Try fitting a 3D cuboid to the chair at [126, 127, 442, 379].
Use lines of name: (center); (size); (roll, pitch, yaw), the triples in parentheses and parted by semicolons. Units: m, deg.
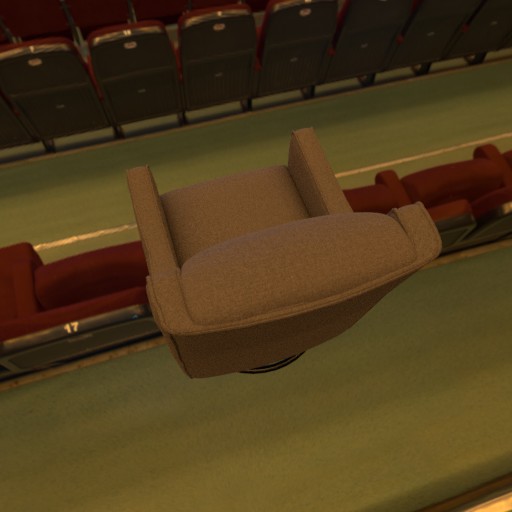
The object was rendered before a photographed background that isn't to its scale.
chair: (0.000, 0.000, 1.555); (0.732, 0.993, 0.879); (-16, 59, -10)
